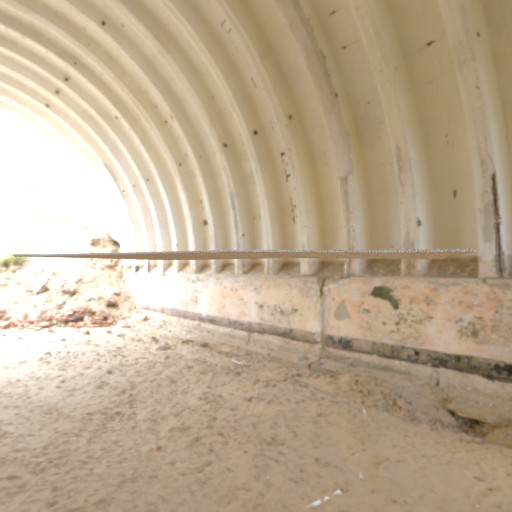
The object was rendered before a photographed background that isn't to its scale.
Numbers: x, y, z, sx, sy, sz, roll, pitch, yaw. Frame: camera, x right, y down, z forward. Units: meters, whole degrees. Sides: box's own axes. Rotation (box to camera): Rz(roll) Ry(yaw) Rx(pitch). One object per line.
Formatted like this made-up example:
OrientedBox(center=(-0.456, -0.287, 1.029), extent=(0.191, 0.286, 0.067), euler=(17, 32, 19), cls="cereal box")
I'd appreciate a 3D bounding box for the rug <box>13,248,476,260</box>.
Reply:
OrientedBox(center=(0.000, 0.000, 2.827), extent=(2.346, 0.029, 1.574), euler=(0, -1, 20), cls="rug")
